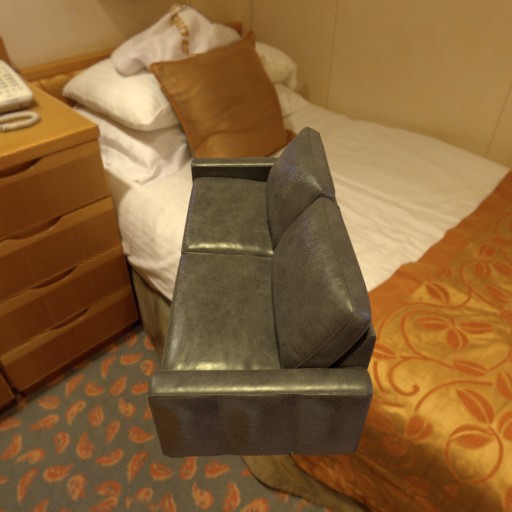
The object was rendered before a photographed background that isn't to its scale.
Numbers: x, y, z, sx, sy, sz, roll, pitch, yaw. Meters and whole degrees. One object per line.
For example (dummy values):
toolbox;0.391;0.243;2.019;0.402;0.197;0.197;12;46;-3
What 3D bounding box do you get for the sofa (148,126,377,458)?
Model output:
sofa;0.000;0.000;2.657;0.939;0.916;2.081;-1;40;-1
